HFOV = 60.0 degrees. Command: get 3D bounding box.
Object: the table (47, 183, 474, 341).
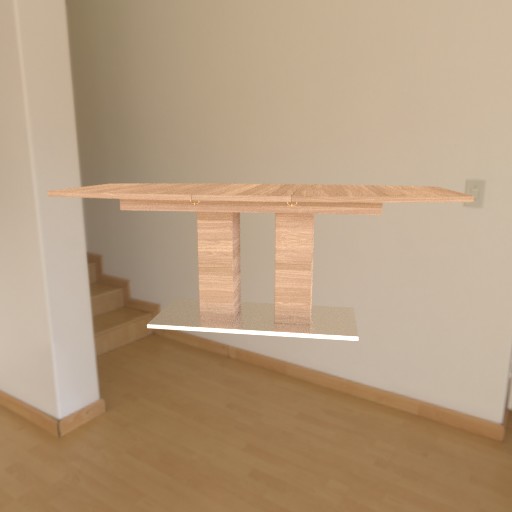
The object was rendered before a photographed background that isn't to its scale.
[{"bbox_3d":[0.000,0.000,2.489,2.032,0.750,0.900,2,13,9],"label":"table"}]
